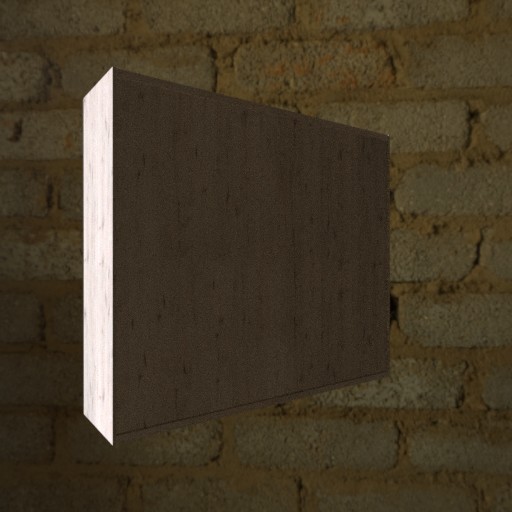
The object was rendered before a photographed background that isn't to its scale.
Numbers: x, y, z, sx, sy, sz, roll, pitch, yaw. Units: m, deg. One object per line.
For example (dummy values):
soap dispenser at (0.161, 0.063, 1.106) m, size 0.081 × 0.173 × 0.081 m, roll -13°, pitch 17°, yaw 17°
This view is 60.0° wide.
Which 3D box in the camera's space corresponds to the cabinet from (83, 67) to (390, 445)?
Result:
cabinet at (0.000, 0.000, 3.545) m, size 2.500 × 2.180 × 0.660 m, roll 0°, pitch 0°, yaw -36°
